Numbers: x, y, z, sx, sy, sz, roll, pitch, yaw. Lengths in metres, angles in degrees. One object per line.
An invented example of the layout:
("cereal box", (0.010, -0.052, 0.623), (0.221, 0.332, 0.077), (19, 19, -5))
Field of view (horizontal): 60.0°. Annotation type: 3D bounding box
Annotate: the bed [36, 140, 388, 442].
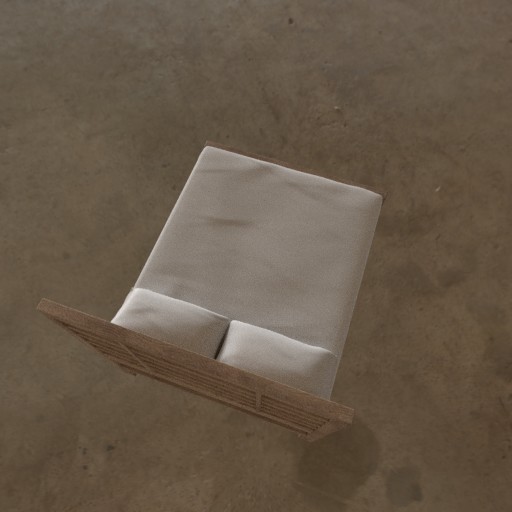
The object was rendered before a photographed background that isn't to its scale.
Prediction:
("bed", (0.000, 0.000, 3.228), (1.615, 1.631, 2.017), (18, 66, 8))
